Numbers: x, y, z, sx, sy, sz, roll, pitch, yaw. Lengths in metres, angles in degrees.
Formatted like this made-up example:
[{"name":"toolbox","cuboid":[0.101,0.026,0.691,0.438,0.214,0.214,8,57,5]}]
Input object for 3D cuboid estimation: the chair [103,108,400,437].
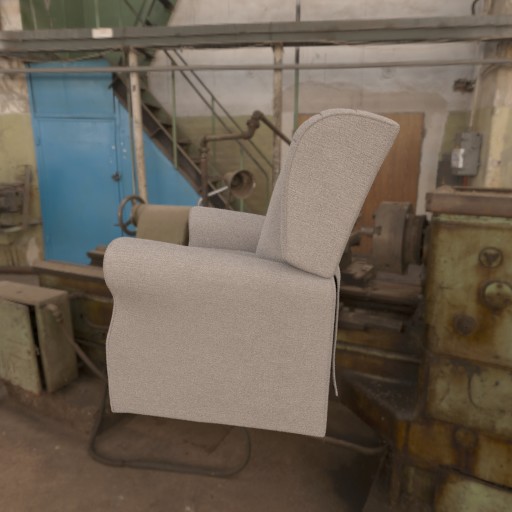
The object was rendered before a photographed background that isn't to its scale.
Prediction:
[{"name":"chair","cuboid":[0.000,0.000,1.625,0.854,0.966,0.906,2,14,9]}]
